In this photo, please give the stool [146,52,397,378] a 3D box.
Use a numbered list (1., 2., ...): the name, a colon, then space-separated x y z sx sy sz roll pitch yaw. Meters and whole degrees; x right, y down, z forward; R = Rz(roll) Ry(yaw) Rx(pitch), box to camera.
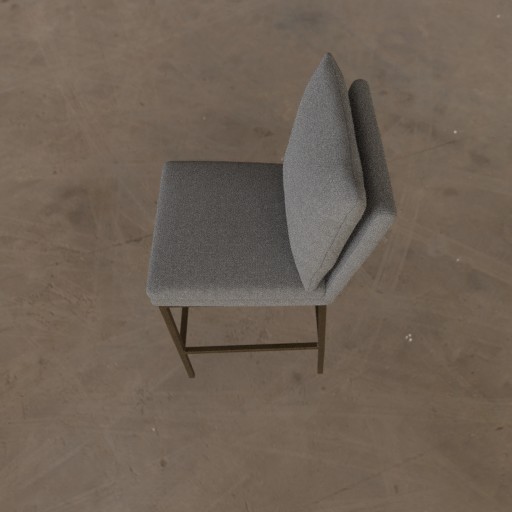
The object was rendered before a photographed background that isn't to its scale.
1. stool: 0.000 0.000 1.409 0.569 1.132 0.463 0 58 0
